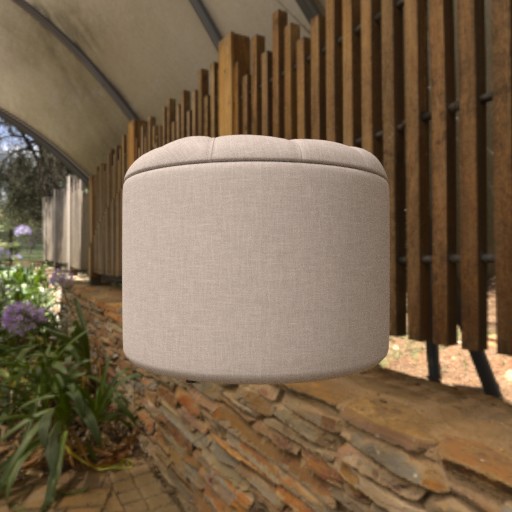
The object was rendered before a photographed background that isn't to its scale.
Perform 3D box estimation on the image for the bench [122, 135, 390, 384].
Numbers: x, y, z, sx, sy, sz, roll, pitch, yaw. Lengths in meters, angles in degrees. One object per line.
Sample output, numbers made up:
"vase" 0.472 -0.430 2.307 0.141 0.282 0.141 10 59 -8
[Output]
"bench" 0.000 0.000 1.039 0.600 0.453 0.600 0 0 0
